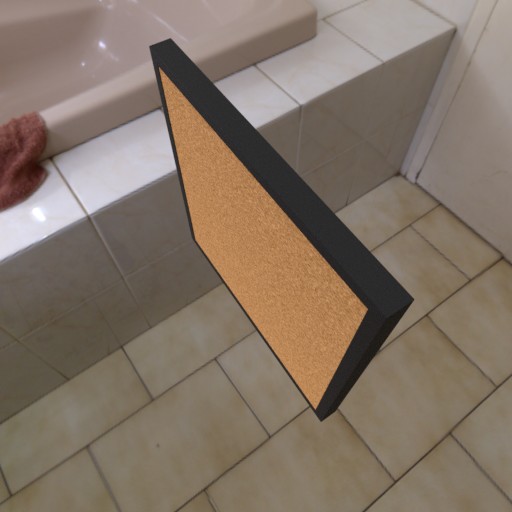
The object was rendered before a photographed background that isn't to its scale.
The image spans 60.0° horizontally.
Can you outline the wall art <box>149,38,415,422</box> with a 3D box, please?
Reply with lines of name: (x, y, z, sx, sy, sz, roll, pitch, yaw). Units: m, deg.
wall art: (0.000, 0.000, 0.750, 0.036, 0.503, 0.506, -30, 63, -17)
